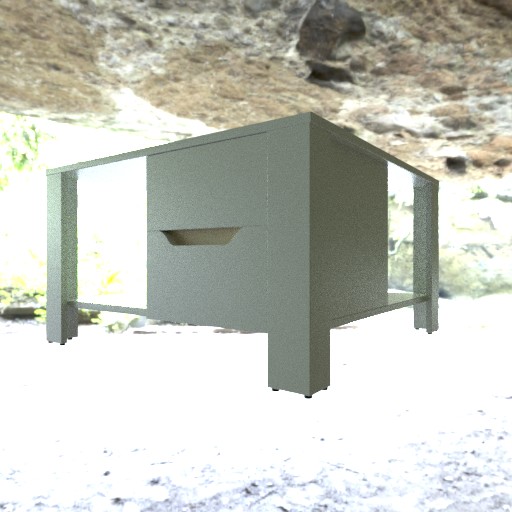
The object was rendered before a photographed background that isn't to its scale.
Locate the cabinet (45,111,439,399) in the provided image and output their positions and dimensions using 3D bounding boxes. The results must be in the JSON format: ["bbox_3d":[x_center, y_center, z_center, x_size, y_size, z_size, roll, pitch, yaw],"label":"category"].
[{"bbox_3d":[0.000,0.000,1.263,0.800,0.460,0.800,0,0,36],"label":"cabinet"}]
